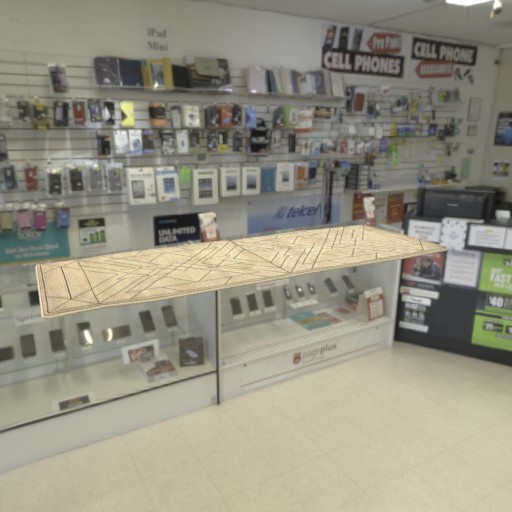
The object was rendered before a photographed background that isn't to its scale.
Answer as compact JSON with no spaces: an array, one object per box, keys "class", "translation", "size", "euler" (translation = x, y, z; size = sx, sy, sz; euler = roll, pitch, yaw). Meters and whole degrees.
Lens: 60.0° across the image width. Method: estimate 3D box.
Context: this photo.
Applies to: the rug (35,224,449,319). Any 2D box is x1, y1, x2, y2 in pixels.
[{"class":"rug","translation":[0.000,0.000,2.673],"size":[2.381,0.036,0.831],"euler":[-8,18,-26]}]
